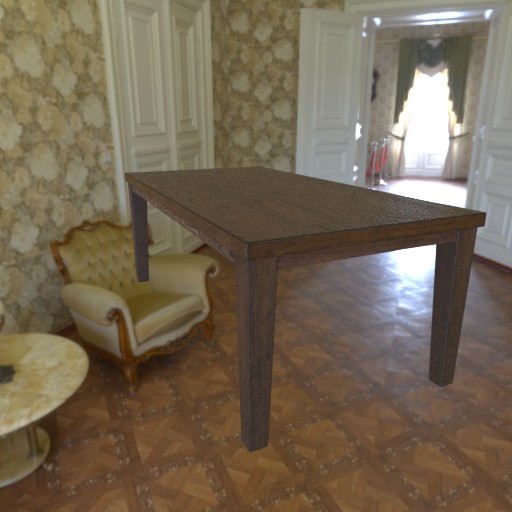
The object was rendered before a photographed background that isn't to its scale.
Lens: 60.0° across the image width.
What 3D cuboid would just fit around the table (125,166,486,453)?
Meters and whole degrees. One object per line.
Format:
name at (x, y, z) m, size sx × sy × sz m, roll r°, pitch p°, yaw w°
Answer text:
table at (0.000, 0.000, 2.454) m, size 1.016 × 0.762 × 1.981 m, roll -8°, pitch 19°, yaw -24°
